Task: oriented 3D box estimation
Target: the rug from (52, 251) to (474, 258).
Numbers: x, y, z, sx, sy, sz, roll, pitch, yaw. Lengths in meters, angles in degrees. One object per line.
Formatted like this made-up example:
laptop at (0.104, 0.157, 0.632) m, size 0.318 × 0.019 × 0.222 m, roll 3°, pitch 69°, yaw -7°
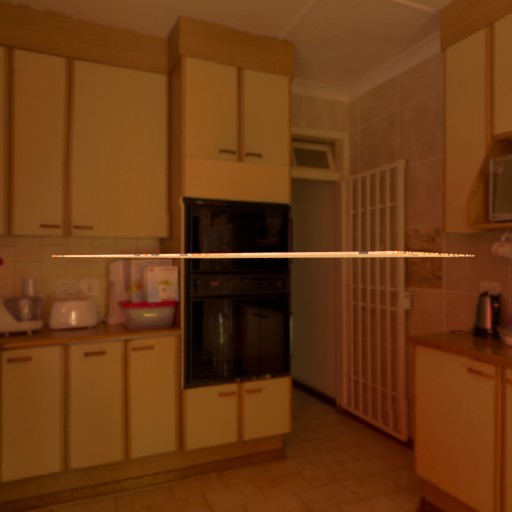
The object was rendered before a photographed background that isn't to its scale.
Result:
rug at (0.000, 0.000, 2.992) m, size 2.428 × 0.010 × 1.533 m, roll 0°, pitch -1°, yaw 36°
